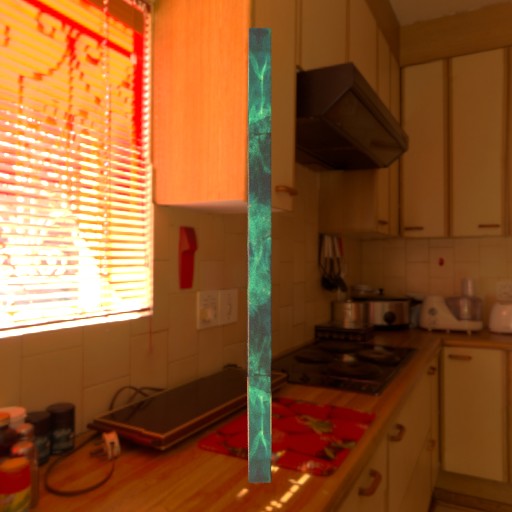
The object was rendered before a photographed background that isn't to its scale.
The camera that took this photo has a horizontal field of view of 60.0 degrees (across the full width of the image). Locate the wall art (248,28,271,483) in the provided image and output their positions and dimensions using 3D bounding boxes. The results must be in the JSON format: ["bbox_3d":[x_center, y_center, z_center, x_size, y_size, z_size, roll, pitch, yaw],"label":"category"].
[{"bbox_3d":[0.000,0.000,1.045,0.038,0.760,0.609,0,-1,-1],"label":"wall art"}]
